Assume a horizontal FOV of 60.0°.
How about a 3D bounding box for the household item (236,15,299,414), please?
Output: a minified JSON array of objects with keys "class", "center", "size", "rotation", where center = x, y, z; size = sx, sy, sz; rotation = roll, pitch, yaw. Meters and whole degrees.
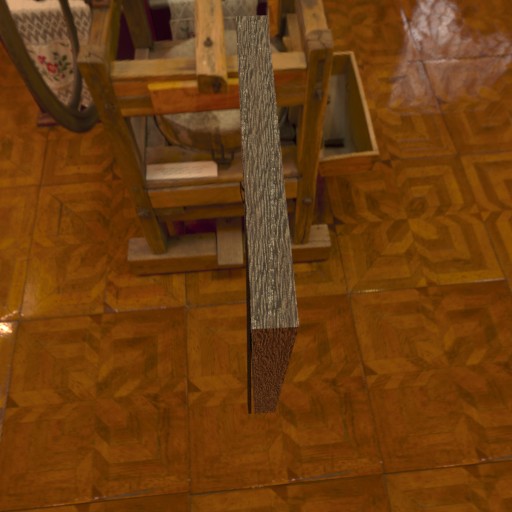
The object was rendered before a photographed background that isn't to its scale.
[{"class":"household item","center":[0.000,0.000,0.277],"size":[0.020,0.210,0.160],"rotation":[-3,63,-1]}]
